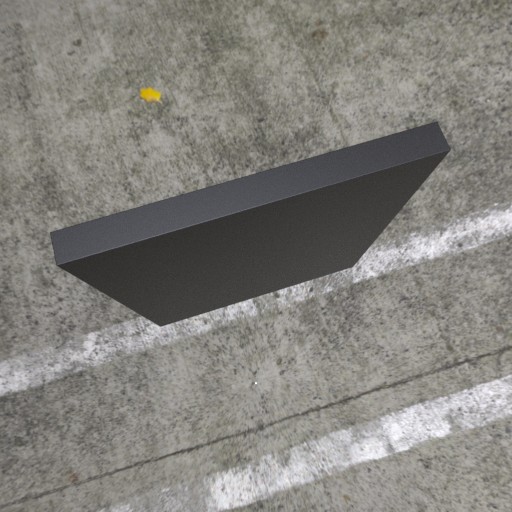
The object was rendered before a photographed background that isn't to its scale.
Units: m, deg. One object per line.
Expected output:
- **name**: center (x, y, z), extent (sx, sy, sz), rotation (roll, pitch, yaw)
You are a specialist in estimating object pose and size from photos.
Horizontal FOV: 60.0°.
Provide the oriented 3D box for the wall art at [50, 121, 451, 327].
- **wall art**: center (0.000, 0.000, 0.535), extent (0.325, 0.380, 0.028), rotation (-17, 75, -5)
